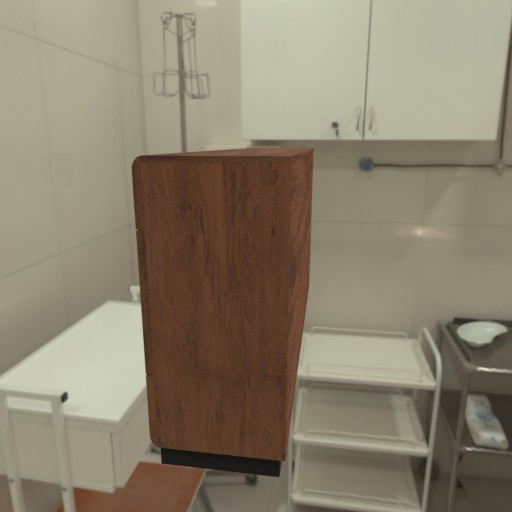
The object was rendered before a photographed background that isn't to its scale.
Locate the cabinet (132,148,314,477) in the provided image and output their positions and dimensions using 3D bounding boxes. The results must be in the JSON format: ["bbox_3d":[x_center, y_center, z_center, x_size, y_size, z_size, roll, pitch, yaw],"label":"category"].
[{"bbox_3d":[0.000,0.000,1.939,0.420,0.900,1.600,2,15,9],"label":"cabinet"}]
